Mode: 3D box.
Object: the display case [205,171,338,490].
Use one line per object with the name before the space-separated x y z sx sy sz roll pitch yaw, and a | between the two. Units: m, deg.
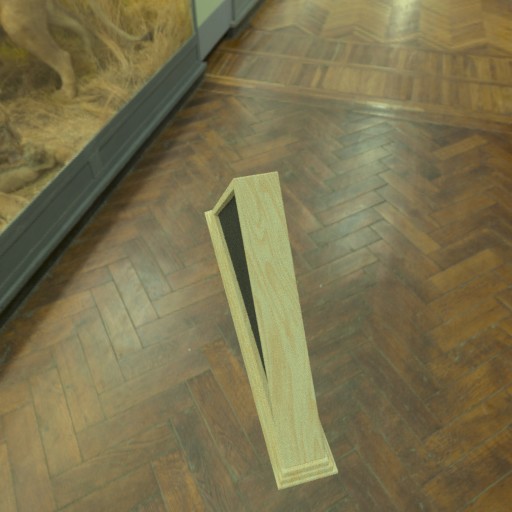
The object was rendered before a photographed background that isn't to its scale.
display case | 0.000 0.000 0.759 0.095 0.340 0.640 -11 48 -10
